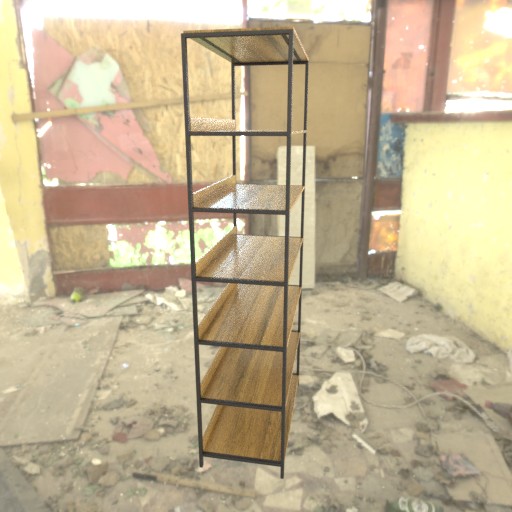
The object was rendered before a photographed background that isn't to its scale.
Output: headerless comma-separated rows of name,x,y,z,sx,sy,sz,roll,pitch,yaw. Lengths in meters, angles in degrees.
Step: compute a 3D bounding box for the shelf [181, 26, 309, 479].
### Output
shelf,0.000,0.000,2.331,0.431,2.015,0.847,3,16,10
